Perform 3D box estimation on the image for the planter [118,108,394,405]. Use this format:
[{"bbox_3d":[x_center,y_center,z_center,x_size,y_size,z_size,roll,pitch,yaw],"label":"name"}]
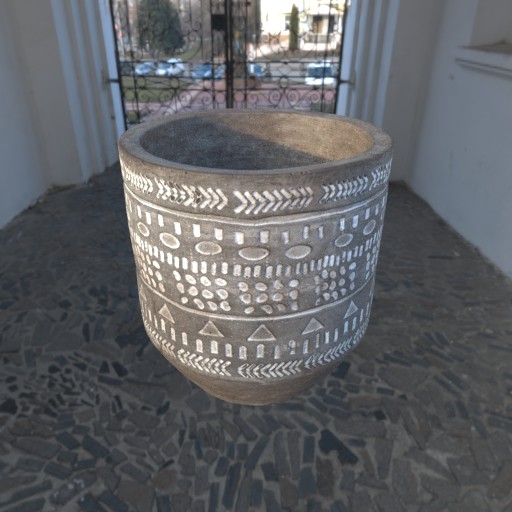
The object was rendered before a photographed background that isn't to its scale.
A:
[{"bbox_3d":[0.000,0.000,0.230,0.122,0.128,0.122,0,29,0],"label":"planter"}]
